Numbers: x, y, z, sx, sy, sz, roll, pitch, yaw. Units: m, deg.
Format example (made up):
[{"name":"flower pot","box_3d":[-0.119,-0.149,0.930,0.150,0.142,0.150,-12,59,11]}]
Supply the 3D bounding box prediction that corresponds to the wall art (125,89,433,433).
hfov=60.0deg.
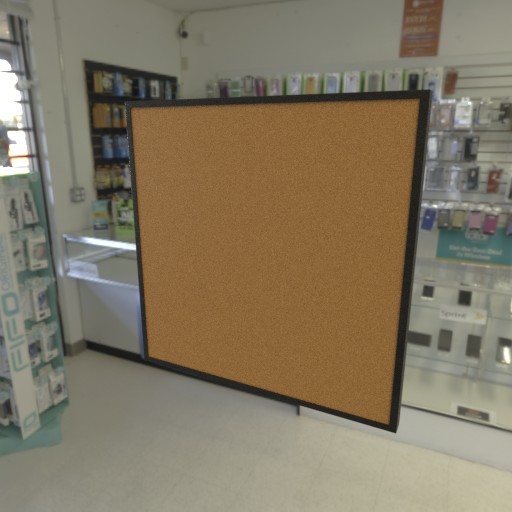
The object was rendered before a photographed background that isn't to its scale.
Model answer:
[{"name":"wall art","box_3d":[0.000,0.000,1.126,0.763,0.763,0.039,8,17,26]}]
